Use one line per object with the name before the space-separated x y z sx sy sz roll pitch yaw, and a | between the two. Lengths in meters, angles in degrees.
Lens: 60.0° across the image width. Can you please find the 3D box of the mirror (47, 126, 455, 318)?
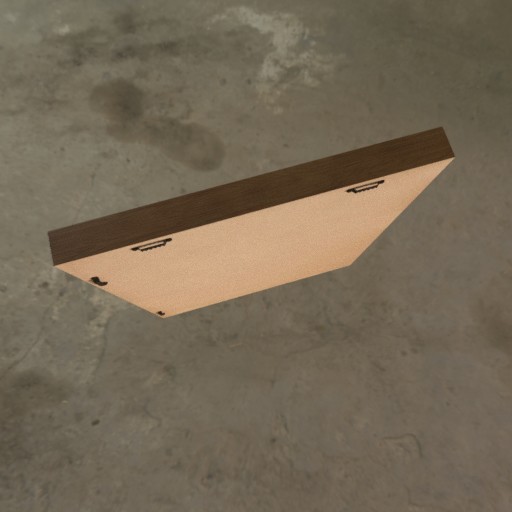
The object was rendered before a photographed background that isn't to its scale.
mirror | 0.000 0.000 0.680 0.406 0.509 0.041 -16 77 -4
